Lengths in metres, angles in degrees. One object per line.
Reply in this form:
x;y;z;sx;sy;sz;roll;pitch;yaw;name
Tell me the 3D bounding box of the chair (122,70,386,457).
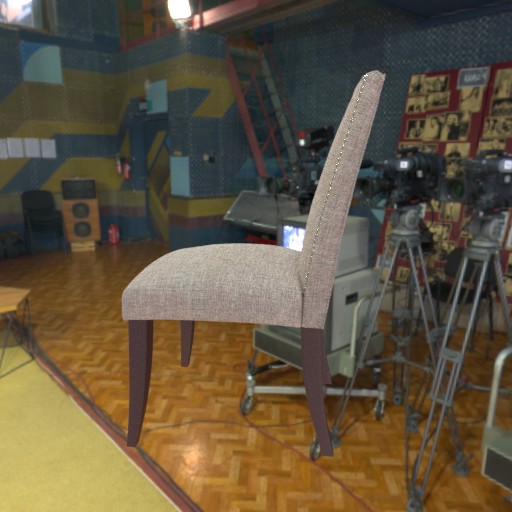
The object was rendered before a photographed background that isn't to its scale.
0.000;0.000;1.335;0.660;1.016;0.513;2;13;9;chair
